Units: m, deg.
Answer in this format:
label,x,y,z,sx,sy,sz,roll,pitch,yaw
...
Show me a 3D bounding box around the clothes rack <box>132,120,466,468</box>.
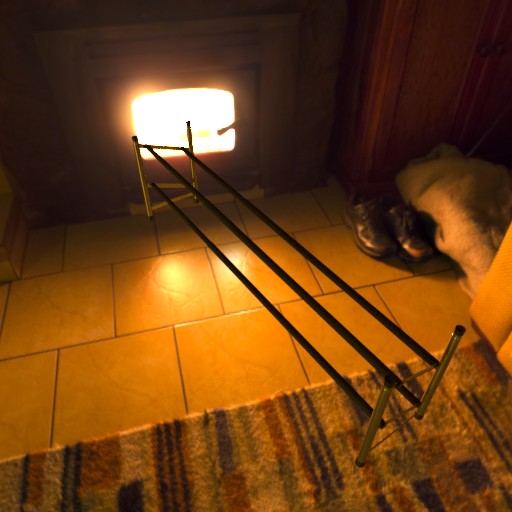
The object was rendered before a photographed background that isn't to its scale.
label,x,y,z,sx,sy,sz,roll,pitch,yaw
clothes rack,0.000,0.000,1.311,0.229,0.349,1.168,-25,48,-25
